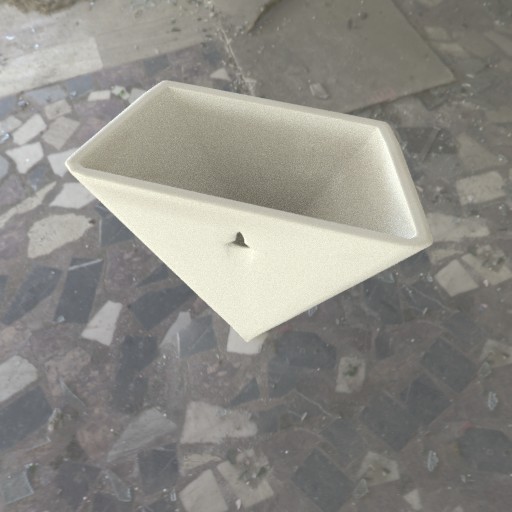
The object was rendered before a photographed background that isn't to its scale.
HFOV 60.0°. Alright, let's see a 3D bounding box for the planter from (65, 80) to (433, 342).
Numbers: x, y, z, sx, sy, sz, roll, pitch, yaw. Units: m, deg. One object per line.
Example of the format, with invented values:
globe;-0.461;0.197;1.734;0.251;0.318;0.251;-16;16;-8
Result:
planter;0.000;0.000;0.272;0.150;0.197;0.060;13;64;6
